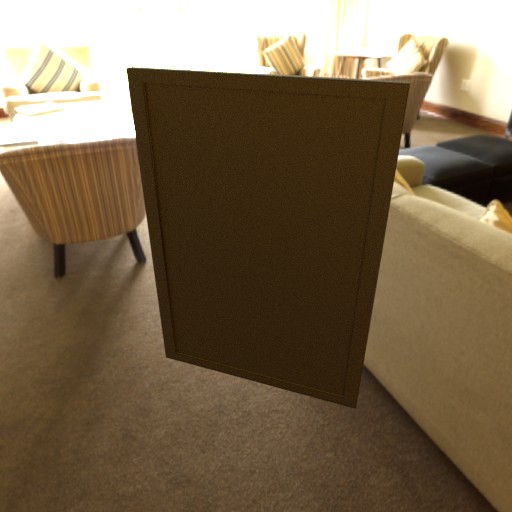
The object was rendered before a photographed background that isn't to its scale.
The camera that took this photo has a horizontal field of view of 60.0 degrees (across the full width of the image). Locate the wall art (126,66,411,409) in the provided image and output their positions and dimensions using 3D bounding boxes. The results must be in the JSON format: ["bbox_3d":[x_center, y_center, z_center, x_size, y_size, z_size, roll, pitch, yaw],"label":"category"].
[{"bbox_3d":[0.000,0.000,0.563,0.303,0.431,0.013,10,32,17],"label":"wall art"}]
